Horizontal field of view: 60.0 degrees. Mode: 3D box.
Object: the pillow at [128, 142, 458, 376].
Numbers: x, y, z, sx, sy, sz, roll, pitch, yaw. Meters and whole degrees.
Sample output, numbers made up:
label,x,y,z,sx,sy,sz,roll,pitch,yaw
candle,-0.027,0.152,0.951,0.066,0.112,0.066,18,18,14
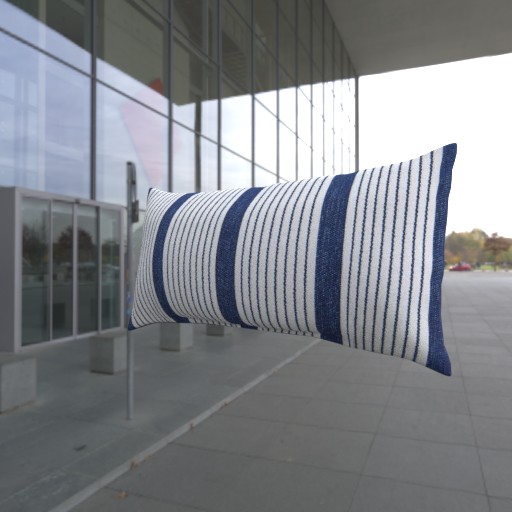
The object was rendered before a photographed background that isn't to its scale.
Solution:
label,x,y,z,sx,sy,sz,roll,pitch,yaw
pillow,0.000,0.000,0.721,0.608,0.292,0.156,-1,-1,37
